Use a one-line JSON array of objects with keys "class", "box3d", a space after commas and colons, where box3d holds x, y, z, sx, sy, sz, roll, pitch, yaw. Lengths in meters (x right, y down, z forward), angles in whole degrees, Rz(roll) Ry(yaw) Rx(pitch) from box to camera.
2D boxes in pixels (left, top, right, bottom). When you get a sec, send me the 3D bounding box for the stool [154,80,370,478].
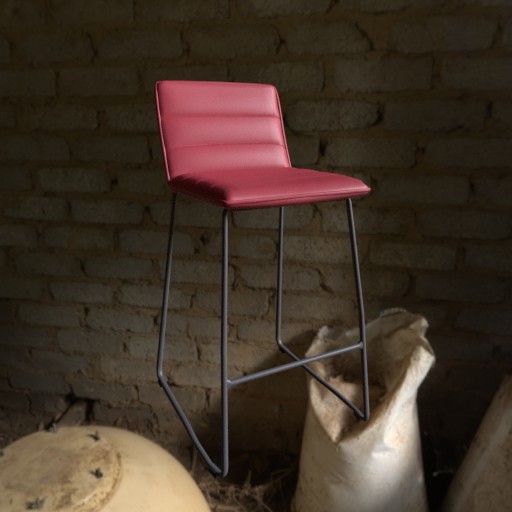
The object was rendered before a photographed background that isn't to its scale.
[{"class": "stool", "box3d": [0.000, 0.000, 1.237, 0.489, 0.937, 0.524, -9, 20, -26]}]
